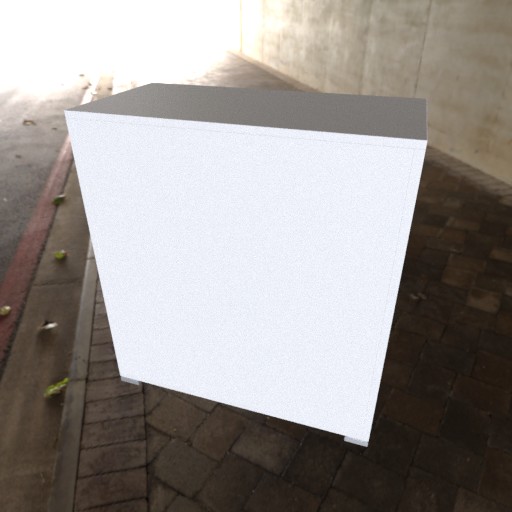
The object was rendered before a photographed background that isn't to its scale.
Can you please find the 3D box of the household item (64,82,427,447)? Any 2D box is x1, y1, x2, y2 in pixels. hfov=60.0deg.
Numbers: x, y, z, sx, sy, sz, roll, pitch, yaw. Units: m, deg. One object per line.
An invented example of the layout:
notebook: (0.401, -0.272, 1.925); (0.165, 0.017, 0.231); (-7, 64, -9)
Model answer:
household item: (0.000, 0.000, 1.311); (0.800, 0.870, 0.420); (9, 32, 16)
